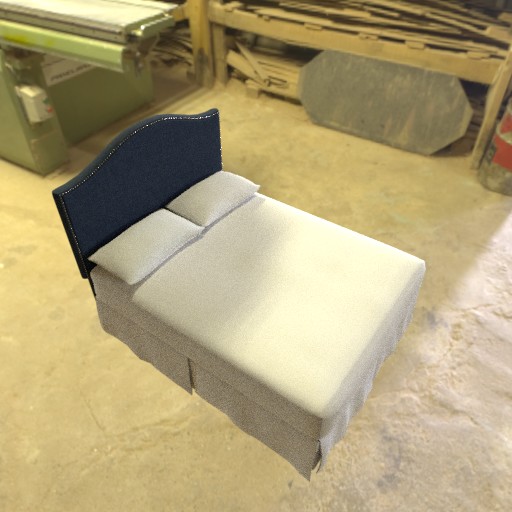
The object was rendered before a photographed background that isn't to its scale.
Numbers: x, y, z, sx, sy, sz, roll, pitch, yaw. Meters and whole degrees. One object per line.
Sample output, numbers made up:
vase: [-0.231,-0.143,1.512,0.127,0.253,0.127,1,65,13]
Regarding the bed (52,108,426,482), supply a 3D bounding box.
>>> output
bed: [0.000,0.000,3.247,2.153,1.518,1.713,26,47,26]
